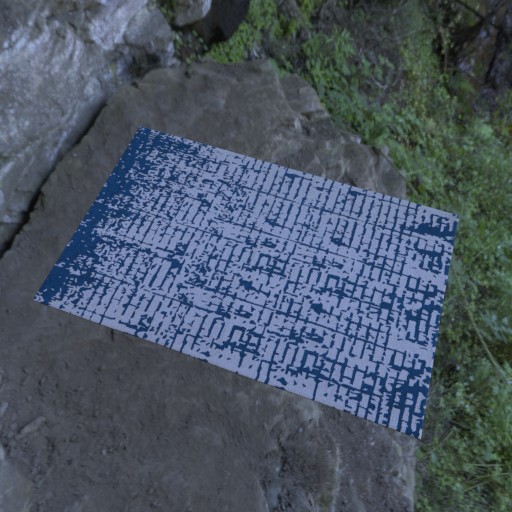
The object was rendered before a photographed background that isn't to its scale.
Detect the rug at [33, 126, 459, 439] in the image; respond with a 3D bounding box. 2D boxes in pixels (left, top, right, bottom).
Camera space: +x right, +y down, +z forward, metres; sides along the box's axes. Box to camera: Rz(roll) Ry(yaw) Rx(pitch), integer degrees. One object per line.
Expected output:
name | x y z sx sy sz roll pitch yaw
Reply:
rug | 0.000 0.000 2.917 2.435 0.011 1.517 17 65 9
